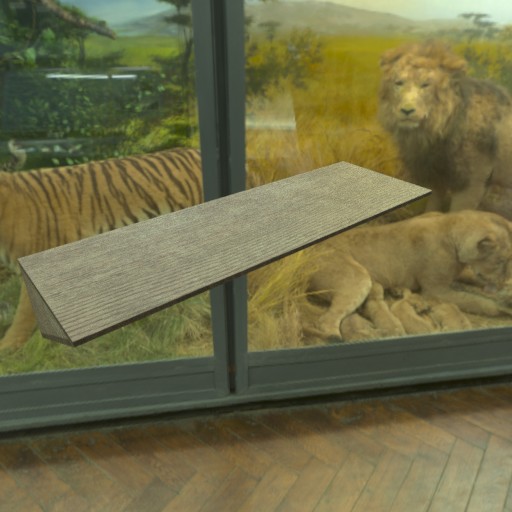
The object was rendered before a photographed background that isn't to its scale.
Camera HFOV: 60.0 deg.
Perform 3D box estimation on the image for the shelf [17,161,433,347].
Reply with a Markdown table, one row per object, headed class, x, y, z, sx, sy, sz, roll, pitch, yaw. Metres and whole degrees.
| class | x | y | z | sx | sy | sz | roll | pitch | yaw |
| --- | --- | --- | --- | --- | --- | --- | --- | --- | --- |
| shelf | 0.000 | 0.000 | 0.686 | 0.610 | 0.125 | 0.200 | -22 | 37 | -33 |
